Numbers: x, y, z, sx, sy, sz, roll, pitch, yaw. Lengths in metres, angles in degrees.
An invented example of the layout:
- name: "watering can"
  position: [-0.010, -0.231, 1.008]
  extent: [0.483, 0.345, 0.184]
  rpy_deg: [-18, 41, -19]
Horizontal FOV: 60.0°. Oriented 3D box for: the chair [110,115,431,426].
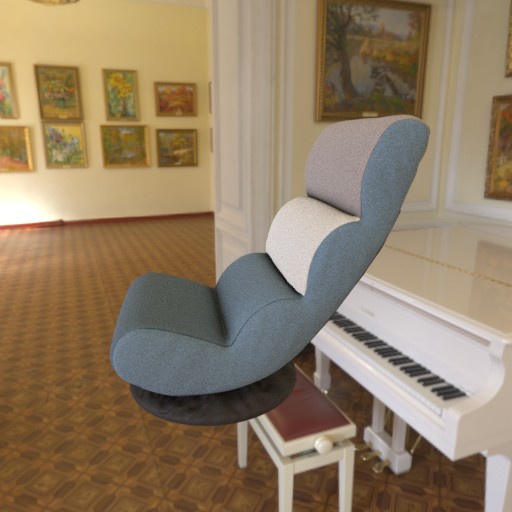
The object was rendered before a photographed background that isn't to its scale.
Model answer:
- name: "chair"
  position: [0.000, 0.000, 1.067]
  extent: [0.661, 0.641, 0.420]
  rpy_deg: [-3, 15, -10]
